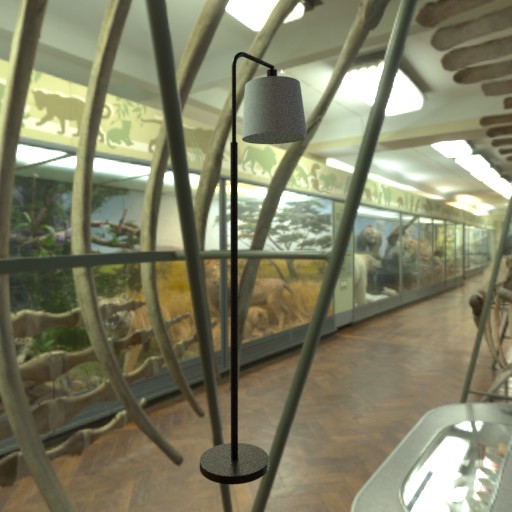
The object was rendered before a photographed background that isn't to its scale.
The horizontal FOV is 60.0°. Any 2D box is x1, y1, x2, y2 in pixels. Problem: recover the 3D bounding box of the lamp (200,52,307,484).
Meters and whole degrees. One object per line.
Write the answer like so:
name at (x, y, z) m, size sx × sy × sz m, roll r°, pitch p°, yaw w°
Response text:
lamp at (0.000, 0.000, 1.653) m, size 0.254 × 1.478 × 0.508 m, roll 1°, pitch 2°, yaw 36°
